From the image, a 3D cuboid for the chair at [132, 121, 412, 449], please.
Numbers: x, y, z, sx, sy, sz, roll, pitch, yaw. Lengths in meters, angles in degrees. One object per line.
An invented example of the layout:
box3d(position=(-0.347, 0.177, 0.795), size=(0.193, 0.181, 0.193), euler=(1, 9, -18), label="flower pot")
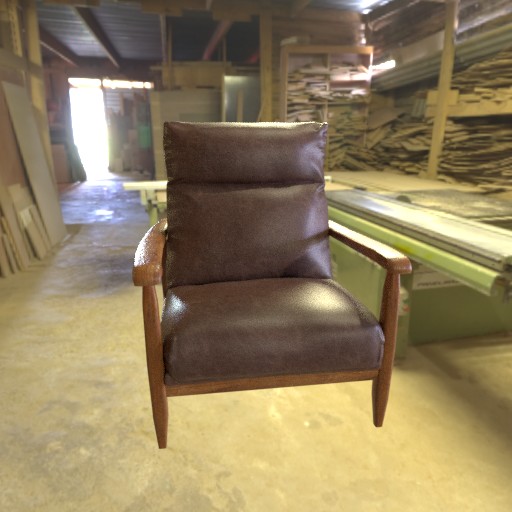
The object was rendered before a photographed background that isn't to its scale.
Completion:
box3d(position=(0.000, 0.000, 1.520), size=(0.782, 0.897, 0.830), euler=(-2, 16, -8), label="chair")
